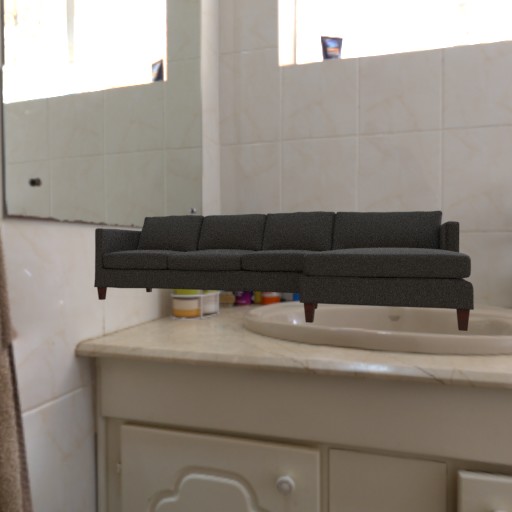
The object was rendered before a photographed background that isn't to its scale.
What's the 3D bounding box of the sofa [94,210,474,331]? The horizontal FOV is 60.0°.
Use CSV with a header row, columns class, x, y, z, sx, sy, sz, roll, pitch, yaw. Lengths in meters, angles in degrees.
class,x,y,z,sx,sy,sz,roll,pitch,yaw
sofa,0.000,0.000,3.806,3.186,0.846,1.625,0,1,19
